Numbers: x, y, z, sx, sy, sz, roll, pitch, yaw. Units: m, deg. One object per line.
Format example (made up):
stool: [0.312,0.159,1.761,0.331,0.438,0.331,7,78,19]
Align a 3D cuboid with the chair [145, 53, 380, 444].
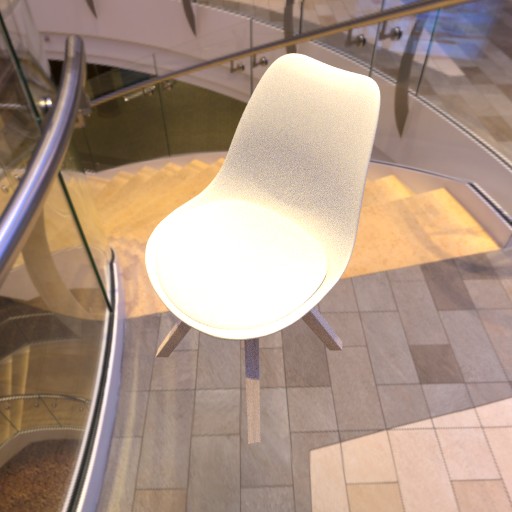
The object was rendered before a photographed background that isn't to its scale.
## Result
chair: [0.000,0.000,1.181,0.485,0.850,0.550,33,54,28]
